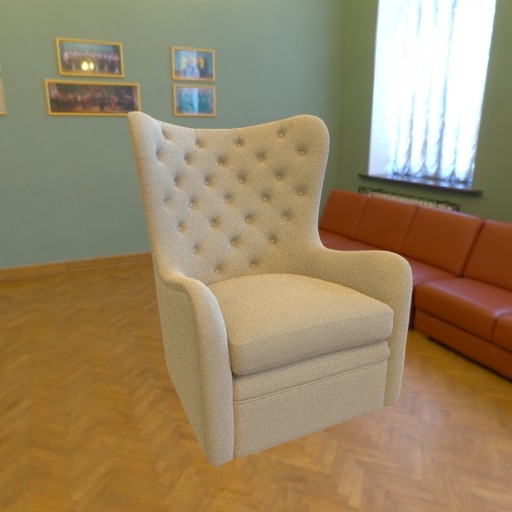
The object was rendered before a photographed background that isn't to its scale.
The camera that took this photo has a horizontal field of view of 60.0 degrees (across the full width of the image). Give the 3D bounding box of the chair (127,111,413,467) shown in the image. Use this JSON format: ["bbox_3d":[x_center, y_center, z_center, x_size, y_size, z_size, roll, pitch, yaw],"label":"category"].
[{"bbox_3d":[0.000,0.000,1.733,0.831,1.079,0.929,-8,18,-26],"label":"chair"}]
